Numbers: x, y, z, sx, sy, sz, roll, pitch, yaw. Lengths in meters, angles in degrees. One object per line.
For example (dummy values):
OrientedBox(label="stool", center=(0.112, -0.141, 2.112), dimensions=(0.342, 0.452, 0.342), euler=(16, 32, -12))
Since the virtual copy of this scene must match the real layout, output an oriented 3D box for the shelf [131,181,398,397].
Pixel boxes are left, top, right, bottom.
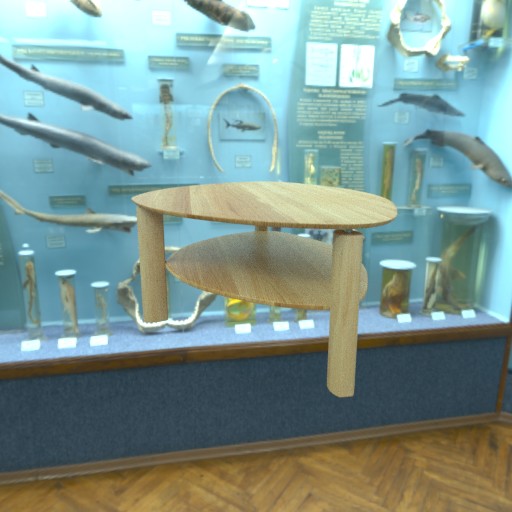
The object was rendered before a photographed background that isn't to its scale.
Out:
OrientedBox(label="shelf", center=(0.000, 0.000, 1.607), dimensions=(0.845, 0.440, 1.246), euler=(-2, 14, -9))
